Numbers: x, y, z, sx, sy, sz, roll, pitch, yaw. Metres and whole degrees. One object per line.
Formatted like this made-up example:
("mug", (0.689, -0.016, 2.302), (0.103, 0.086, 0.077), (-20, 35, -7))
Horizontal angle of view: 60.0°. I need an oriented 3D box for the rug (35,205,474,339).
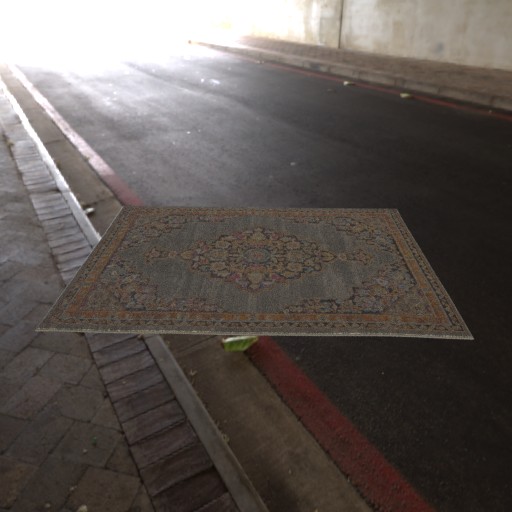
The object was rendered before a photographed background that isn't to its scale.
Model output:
("rug", (0.000, 0.000, 3.798), (2.901, 0.026, 2.043), (1, 30, 1))
